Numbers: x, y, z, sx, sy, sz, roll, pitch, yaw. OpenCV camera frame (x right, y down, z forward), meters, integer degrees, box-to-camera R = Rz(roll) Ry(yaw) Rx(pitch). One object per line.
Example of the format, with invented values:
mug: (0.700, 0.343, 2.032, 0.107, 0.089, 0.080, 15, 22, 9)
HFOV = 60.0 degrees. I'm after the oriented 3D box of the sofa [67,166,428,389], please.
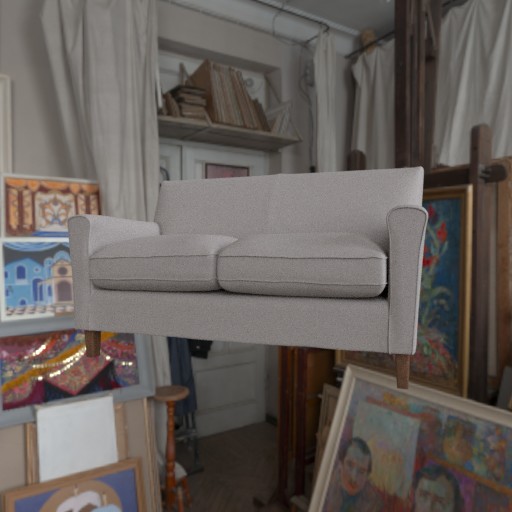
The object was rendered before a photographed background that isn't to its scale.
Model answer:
sofa: (0.000, 0.000, 2.072, 1.482, 0.890, 0.888, 0, 1, 19)
